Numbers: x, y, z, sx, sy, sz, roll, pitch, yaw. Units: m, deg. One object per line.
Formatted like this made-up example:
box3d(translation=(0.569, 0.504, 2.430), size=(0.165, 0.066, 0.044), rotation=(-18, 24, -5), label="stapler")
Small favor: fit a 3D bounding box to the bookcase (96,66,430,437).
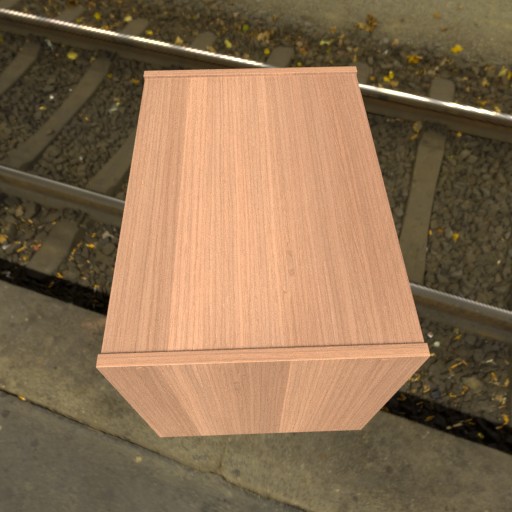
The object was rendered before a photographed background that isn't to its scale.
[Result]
box3d(translation=(0.000, 0.000, 0.624), size=(0.290, 0.305, 0.415), rotation=(-2, 57, -1), label="bookcase")
